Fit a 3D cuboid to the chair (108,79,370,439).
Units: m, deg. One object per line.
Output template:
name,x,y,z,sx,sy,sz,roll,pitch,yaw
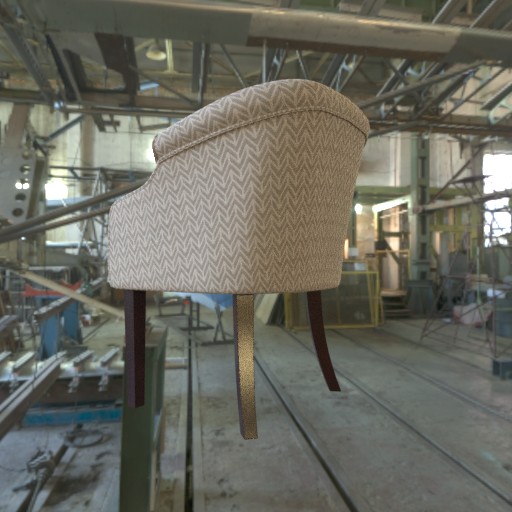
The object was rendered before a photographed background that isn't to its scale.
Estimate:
chair,0.000,0.000,1.323,0.613,0.858,0.686,0,0,36
